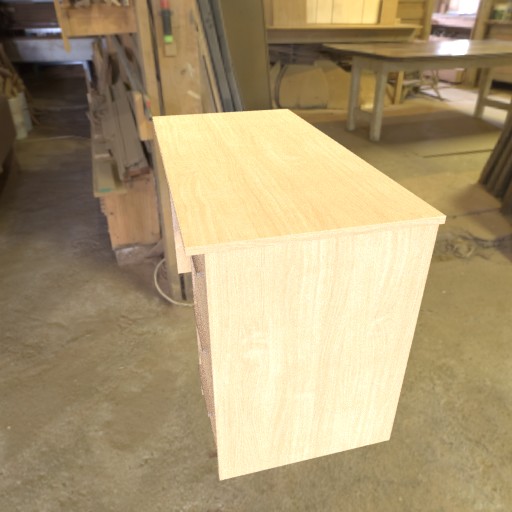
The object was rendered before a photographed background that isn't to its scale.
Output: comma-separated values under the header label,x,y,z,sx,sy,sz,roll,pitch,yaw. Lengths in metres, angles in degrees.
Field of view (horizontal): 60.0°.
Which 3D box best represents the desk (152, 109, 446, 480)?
label,x,y,z,sx,sy,sz,roll,pitch,yaw
desk,0.000,0.000,1.534,0.560,0.735,1.097,-7,31,-13
